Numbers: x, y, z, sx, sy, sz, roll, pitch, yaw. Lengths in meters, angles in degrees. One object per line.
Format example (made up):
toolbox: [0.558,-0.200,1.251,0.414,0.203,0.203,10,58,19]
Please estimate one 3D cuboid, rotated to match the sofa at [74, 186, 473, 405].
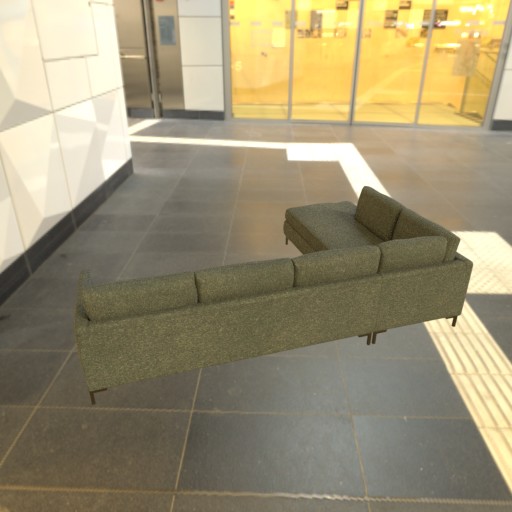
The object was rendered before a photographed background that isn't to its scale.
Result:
sofa: [0.000,0.000,3.949,2.949,0.815,2.007,-8,28,-16]
